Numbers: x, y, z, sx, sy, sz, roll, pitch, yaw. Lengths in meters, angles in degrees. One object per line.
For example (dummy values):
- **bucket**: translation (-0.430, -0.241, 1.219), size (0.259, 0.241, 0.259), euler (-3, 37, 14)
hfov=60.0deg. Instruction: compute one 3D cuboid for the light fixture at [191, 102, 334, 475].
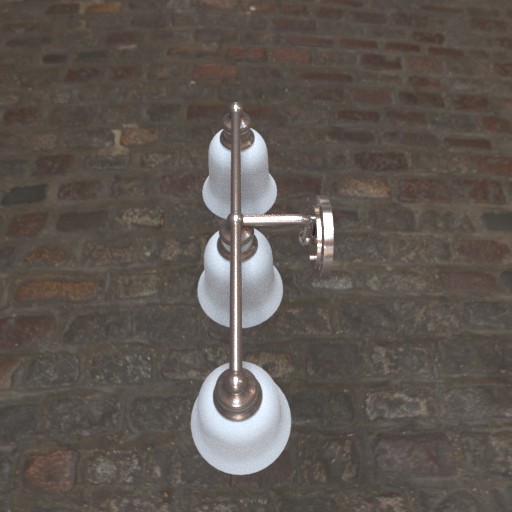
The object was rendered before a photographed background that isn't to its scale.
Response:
- **light fixture**: translation (0.000, 0.000, 0.663), size (0.198, 0.211, 0.570), euler (-1, 59, -1)
